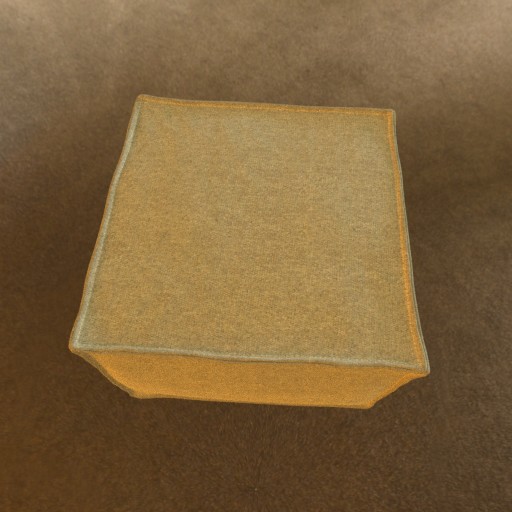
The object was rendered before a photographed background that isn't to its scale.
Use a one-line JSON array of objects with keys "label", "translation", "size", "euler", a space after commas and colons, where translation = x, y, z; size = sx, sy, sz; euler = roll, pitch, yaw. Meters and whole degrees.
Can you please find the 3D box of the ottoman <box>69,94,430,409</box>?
[{"label": "ottoman", "translation": [0.000, 0.000, 1.159], "size": [0.696, 0.470, 0.707], "euler": [3, 62, 2]}]
